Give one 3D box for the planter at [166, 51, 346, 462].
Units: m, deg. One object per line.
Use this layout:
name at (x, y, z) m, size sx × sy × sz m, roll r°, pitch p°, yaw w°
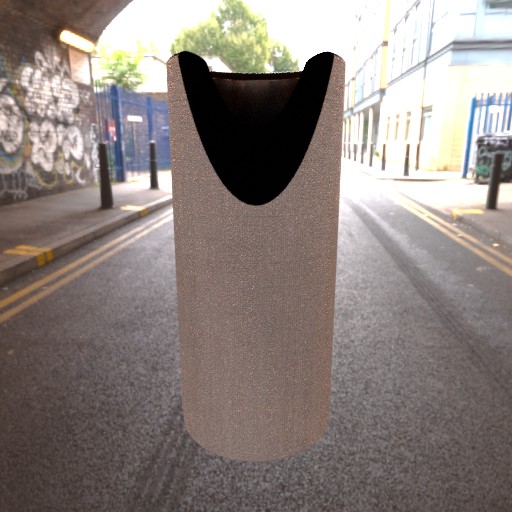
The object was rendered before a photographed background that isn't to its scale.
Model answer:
planter at (0.000, 0.000, 0.126) m, size 0.045 × 0.103 × 0.045 m, roll -14°, pitch 20°, yaw -43°
